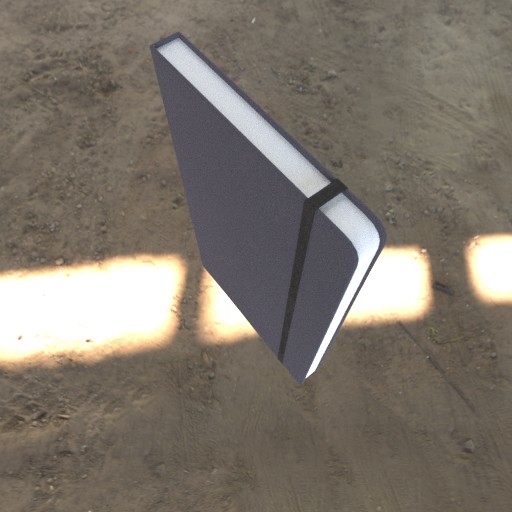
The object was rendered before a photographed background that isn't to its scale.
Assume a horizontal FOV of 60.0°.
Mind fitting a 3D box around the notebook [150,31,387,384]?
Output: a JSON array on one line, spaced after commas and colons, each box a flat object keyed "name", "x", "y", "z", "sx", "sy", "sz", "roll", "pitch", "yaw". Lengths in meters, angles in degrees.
[{"name": "notebook", "x": 0.000, "y": 0.000, "z": 0.260, "sx": 0.016, "sy": 0.213, "sz": 0.127, "roll": -35, "pitch": 68, "yaw": -16}]
